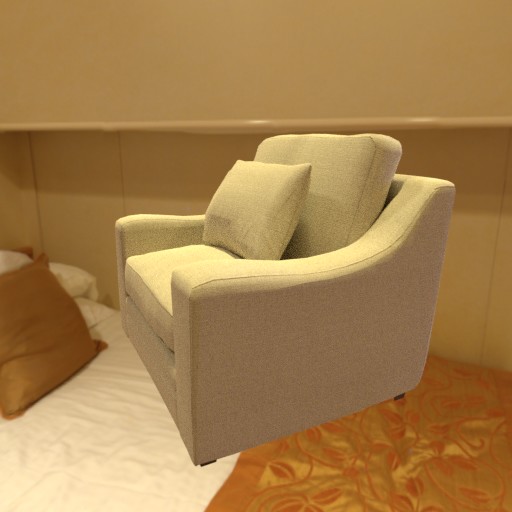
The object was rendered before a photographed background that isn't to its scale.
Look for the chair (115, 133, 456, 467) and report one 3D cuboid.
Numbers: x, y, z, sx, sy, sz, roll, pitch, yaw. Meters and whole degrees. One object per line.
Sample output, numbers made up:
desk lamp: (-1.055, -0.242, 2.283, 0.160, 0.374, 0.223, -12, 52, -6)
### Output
chair: (0.000, 0.000, 1.909, 1.009, 1.016, 1.178, -7, 17, -26)
